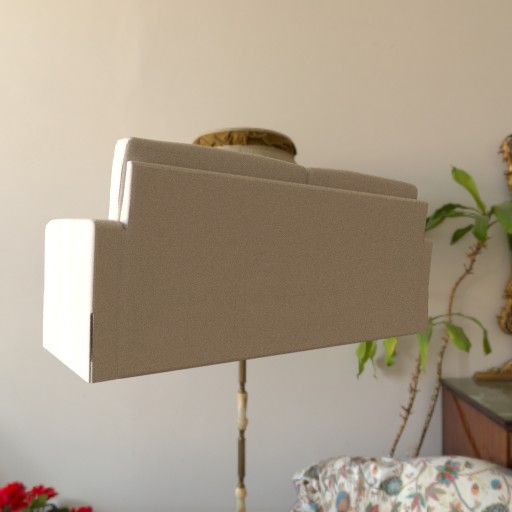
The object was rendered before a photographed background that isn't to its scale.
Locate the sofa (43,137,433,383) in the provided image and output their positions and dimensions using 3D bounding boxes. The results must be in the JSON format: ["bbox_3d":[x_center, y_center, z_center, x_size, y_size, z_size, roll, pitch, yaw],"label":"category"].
[{"bbox_3d":[0.000,0.000,2.218,1.808,0.831,0.894,1,-1,-35],"label":"sofa"}]
